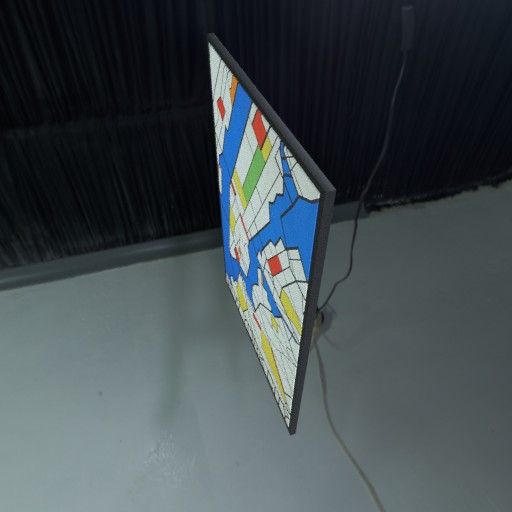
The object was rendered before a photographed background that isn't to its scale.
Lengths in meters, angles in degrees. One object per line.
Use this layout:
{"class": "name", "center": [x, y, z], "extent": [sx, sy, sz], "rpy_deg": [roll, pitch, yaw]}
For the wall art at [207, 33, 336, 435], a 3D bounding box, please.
{"class": "wall art", "center": [0.000, 0.000, 0.852], "extent": [0.013, 0.657, 0.457], "rpy_deg": [-15, 49, -14]}
